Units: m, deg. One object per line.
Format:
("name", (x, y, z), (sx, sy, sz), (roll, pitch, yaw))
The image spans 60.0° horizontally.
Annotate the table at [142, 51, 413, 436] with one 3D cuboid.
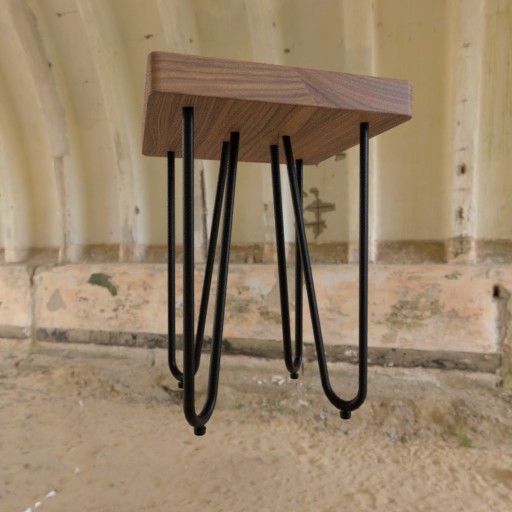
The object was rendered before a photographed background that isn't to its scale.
("table", (0.000, 0.000, 0.978), (0.479, 0.641, 0.480), (0, 0, -16))
